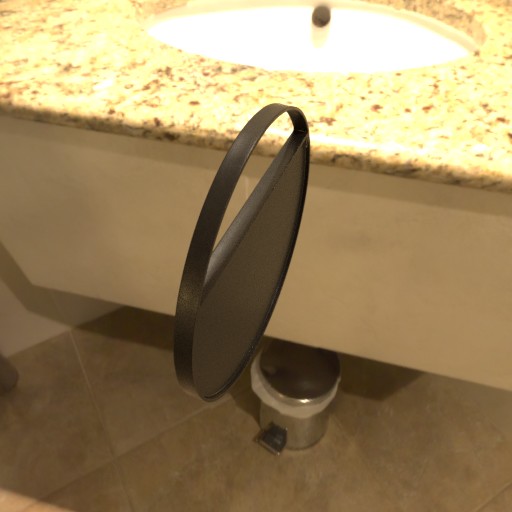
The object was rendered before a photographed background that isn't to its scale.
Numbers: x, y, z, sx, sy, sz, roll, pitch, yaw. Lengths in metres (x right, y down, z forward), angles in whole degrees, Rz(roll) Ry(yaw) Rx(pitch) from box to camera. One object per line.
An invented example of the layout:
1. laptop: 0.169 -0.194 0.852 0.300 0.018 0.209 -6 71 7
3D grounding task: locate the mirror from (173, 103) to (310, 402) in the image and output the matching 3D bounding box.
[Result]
1. mirror: 0.000 0.000 0.859 0.032 0.565 0.565 17 50 15
